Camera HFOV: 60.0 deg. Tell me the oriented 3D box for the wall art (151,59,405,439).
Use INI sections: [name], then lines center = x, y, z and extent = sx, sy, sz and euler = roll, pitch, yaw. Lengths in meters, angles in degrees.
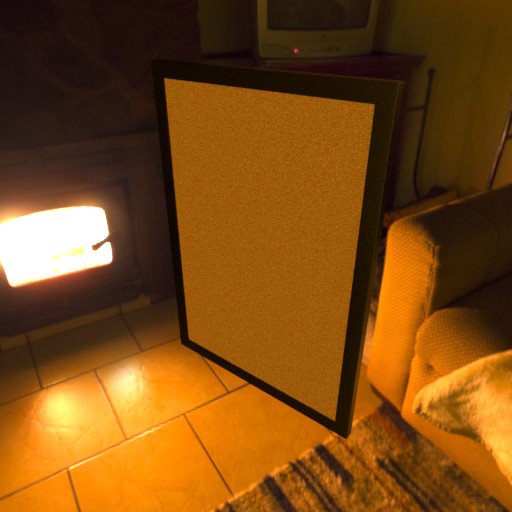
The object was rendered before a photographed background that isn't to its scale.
[wall art]
center = 0.000, 0.000, 0.551
extent = 0.304, 0.432, 0.013
euler = 21, 35, 32
